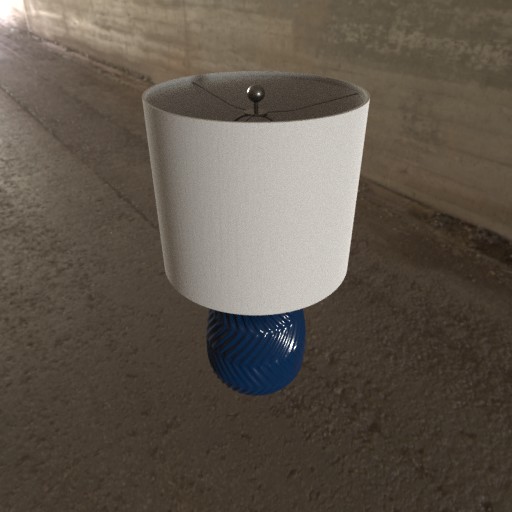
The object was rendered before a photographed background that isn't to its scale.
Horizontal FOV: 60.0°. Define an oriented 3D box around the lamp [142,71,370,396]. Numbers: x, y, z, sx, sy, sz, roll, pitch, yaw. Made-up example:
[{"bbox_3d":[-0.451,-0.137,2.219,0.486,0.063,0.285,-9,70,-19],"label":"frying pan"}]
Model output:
[{"bbox_3d":[0.000,0.000,0.500,0.203,0.368,0.203,10,34,15],"label":"lamp"}]
